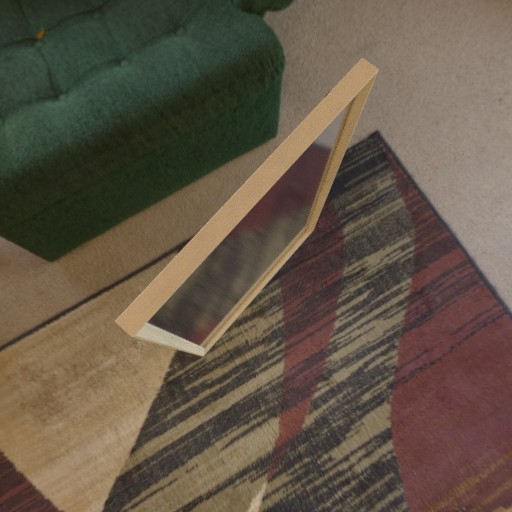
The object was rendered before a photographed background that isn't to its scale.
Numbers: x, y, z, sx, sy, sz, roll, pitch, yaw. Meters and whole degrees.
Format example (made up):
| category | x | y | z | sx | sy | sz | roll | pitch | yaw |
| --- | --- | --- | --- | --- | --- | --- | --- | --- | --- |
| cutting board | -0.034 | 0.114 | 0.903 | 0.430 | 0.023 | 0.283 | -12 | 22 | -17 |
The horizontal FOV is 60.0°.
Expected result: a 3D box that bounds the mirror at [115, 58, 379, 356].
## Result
| category | x | y | z | sx | sy | sz | roll | pitch | yaw |
| --- | --- | --- | --- | --- | --- | --- | --- | --- | --- |
| mirror | 0.000 | 0.000 | 1.160 | 0.041 | 0.915 | 0.609 | 40 | 79 | 9 |
